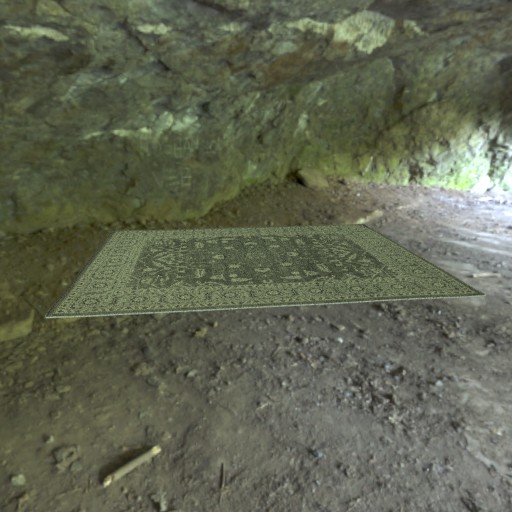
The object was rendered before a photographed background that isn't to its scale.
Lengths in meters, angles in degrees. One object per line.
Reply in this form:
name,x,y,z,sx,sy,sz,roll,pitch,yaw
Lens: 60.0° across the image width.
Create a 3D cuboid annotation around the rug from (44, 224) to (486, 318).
rug,0.000,0.000,4.186,3.069,0.026,2.451,-2,17,-7
